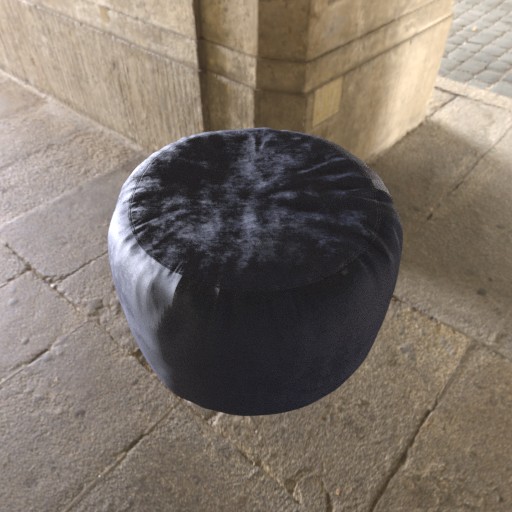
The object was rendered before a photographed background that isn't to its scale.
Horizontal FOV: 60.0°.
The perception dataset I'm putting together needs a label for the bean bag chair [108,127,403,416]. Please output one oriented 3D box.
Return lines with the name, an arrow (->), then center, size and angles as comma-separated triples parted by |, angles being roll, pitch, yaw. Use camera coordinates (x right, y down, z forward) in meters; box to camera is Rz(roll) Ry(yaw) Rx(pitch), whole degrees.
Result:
bean bag chair -> 0.000, 0.000, 1.981 | 1.219, 0.762, 1.219 | 0, 45, 0
